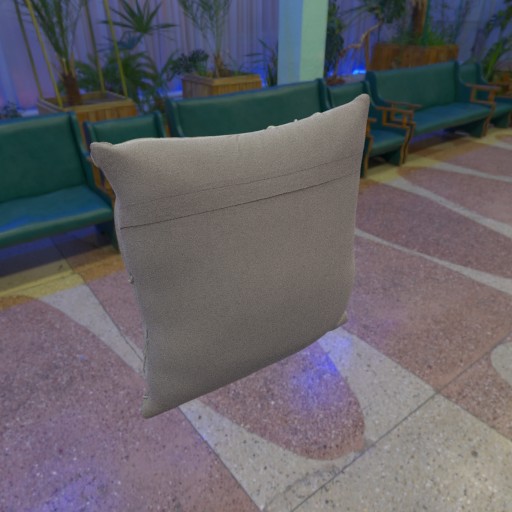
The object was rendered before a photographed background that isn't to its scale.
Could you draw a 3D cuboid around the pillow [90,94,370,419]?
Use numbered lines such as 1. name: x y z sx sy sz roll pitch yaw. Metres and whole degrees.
1. pillow: 0.000 0.000 0.689 0.439 0.440 0.185 -19 35 -30
